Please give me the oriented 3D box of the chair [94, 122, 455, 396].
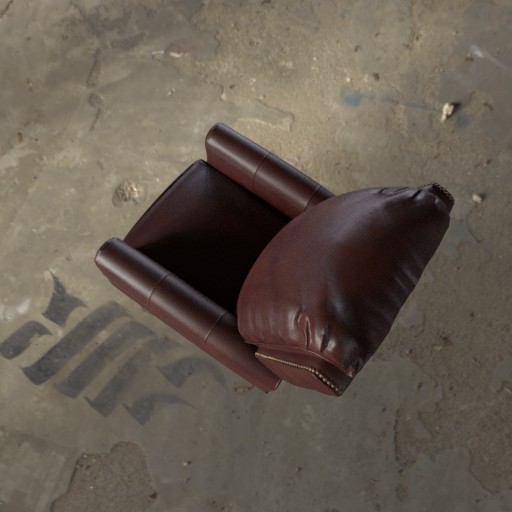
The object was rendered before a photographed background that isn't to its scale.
[{"bbox_3d":[0.000,0.000,1.783,1.089,1.022,0.826,33,69,14],"label":"chair"}]
